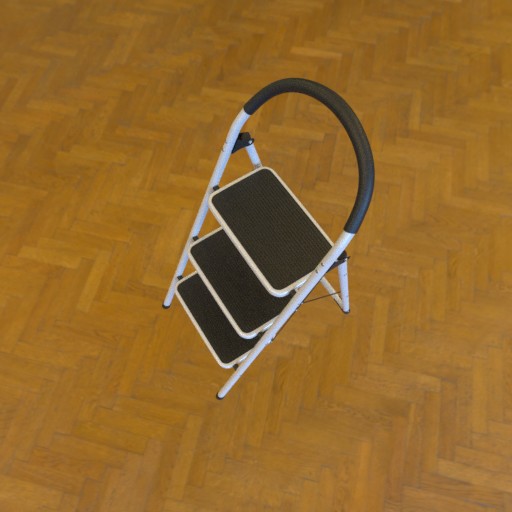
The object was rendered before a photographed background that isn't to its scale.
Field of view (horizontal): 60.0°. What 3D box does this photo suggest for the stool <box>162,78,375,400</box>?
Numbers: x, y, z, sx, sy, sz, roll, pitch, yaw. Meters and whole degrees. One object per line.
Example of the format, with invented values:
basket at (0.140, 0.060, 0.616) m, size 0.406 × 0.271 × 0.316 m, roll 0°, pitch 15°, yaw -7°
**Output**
stool at (0.000, 0.000, 1.435) m, size 0.676 × 1.109 × 0.485 m, roll -31°, pitch 69°, yaw -13°
